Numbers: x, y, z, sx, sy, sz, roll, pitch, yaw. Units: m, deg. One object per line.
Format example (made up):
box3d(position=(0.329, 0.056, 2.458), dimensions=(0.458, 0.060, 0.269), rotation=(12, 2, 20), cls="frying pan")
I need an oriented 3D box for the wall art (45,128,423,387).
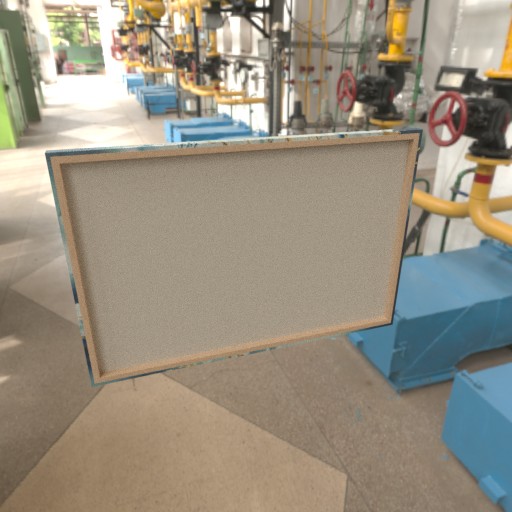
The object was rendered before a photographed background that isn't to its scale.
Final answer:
box3d(position=(0.000, 0.000, 1.460), dimensions=(1.138, 0.759, 0.035), rotation=(-8, 26, -17), cls="wall art")
